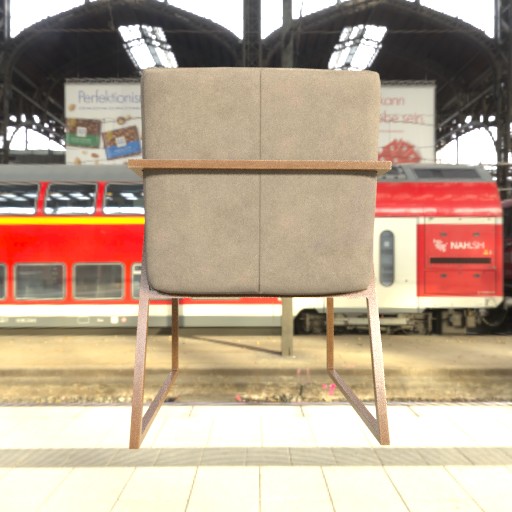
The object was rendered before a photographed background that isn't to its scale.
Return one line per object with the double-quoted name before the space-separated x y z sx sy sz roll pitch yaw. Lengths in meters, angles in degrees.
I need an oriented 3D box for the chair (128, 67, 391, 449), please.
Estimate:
"chair" 0.000 0.000 1.289 0.578 0.843 0.682 0 0 -2
